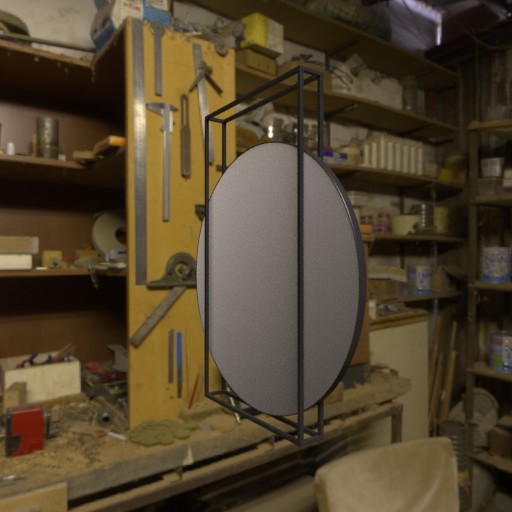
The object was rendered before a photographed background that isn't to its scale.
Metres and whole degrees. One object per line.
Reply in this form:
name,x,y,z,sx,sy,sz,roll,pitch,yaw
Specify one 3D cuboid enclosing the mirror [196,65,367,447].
mirror,0.000,0.000,0.842,0.051,0.603,0.508,0,0,-35
